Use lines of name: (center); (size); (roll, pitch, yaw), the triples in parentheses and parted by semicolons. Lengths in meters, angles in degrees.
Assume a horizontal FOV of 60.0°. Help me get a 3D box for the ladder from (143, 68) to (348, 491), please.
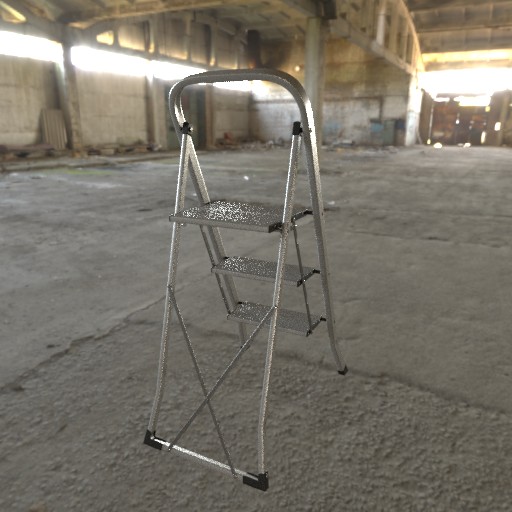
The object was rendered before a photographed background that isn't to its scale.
ladder: (0.000, 0.000, 1.409); (0.465, 1.070, 0.704); (8, 18, 26)
